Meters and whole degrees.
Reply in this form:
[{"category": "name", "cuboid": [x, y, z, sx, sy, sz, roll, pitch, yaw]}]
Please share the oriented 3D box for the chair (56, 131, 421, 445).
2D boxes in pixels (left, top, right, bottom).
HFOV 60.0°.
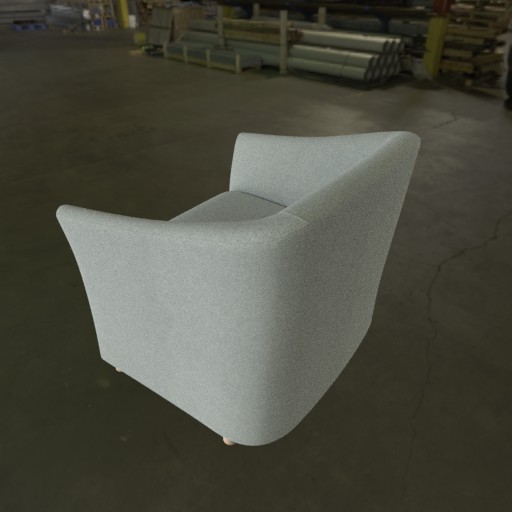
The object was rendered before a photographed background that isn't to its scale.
[{"category": "chair", "cuboid": [0.000, 0.000, 1.324, 0.700, 0.720, 0.790, 21, 38, 30]}]
